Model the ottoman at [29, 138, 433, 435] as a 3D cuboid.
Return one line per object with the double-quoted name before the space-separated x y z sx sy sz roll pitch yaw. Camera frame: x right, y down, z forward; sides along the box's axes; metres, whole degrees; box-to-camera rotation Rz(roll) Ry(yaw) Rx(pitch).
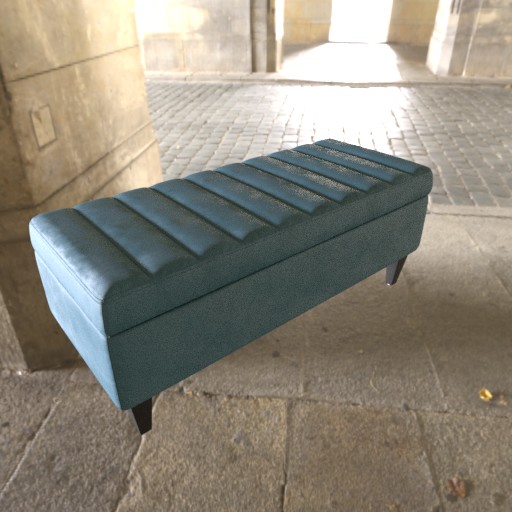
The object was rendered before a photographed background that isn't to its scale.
"ottoman" 0.000 0.000 1.393 1.151 0.469 0.482 -23 38 -33
